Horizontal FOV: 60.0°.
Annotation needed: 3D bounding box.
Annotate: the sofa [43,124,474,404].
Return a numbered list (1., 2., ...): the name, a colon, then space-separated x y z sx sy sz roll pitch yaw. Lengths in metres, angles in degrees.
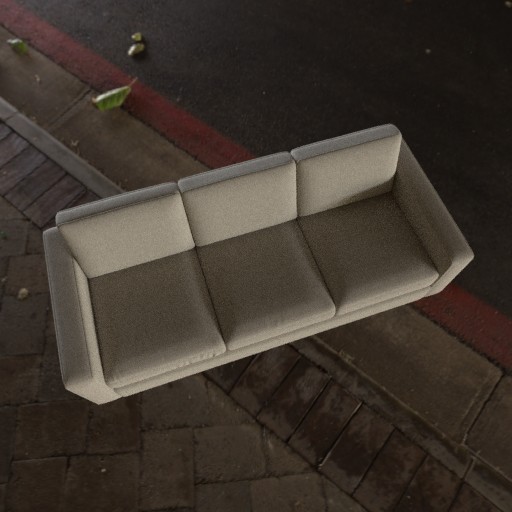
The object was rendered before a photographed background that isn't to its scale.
1. sofa: 0.000 0.000 2.501 2.160 0.800 0.900 -17 65 -8
